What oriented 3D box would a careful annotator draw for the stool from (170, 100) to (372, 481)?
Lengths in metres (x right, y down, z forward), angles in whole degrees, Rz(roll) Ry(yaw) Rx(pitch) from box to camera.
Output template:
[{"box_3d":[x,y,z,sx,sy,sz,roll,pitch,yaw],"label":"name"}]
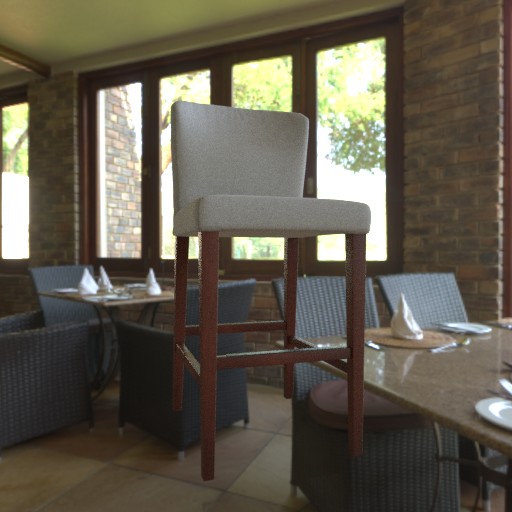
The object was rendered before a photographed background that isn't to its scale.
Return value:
[{"box_3d":[0.000,0.000,1.362,0.479,1.069,0.568,0,1,-18],"label":"stool"}]
